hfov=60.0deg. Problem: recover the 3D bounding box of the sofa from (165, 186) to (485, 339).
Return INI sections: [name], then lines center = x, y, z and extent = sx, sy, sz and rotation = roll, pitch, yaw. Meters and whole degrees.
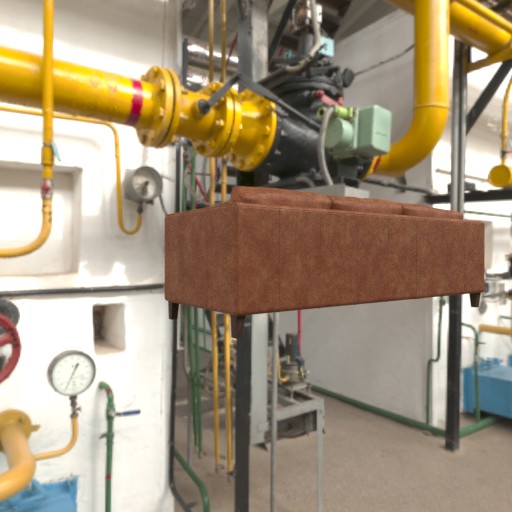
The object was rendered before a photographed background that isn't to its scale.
[sofa]
center = 0.000, 0.000, 4.236
extent = 2.438, 0.838, 3.167
rotation = 0, 0, -35
